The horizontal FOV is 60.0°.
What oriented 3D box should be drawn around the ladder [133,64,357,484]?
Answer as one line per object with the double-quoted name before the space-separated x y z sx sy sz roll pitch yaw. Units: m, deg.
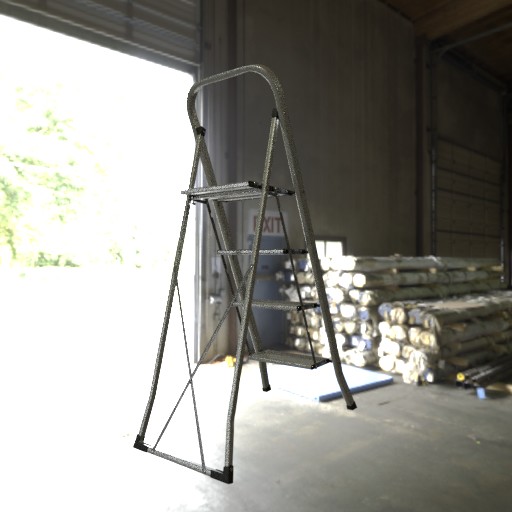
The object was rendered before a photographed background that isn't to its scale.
"ladder" 0.000 0.000 1.695 0.465 1.290 0.830 0 -1 36
